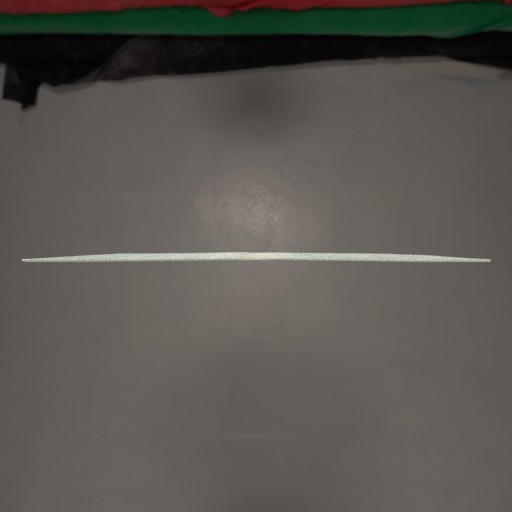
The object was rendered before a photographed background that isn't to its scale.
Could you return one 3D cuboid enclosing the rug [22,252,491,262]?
[{"bbox_3d":[0.000,0.000,5.240,4.078,0.052,2.802,0,1,0],"label":"rug"}]
